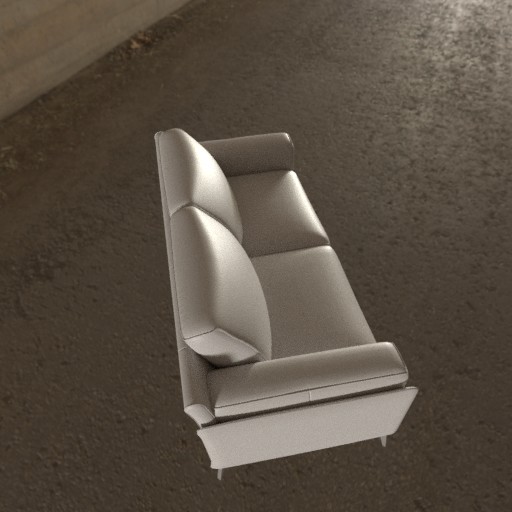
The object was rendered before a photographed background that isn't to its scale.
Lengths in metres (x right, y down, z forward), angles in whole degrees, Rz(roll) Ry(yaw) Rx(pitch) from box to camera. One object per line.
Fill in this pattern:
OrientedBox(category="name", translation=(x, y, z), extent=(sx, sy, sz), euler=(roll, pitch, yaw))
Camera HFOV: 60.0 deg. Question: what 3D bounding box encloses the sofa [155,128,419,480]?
OrientedBox(category="sofa", translation=(0.000, 0.000, 2.567), extent=(1.049, 0.930, 2.101), euler=(-9, 46, -8))
